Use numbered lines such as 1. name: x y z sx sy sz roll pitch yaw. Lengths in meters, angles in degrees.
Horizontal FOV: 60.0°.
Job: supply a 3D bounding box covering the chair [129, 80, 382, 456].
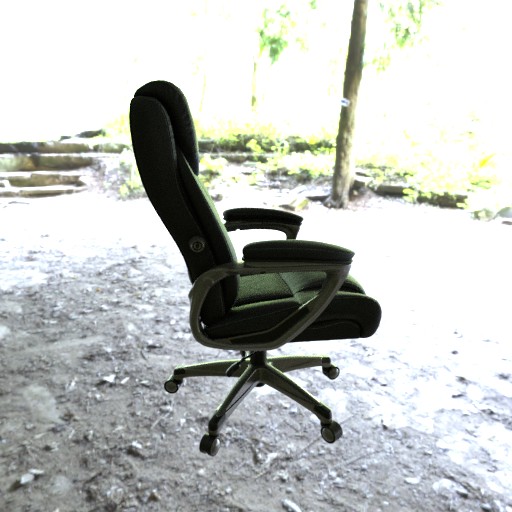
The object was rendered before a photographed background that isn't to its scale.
1. chair: 0.000 0.000 1.621 0.784 1.167 0.741 -2 15 -9
